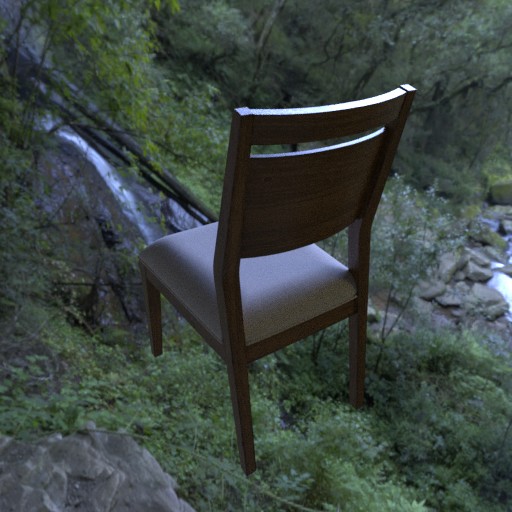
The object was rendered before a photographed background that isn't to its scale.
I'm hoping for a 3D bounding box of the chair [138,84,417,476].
[{"bbox_3d":[0.000,0.000,1.242,0.497,0.939,0.610,-18,35,-28],"label":"chair"}]
